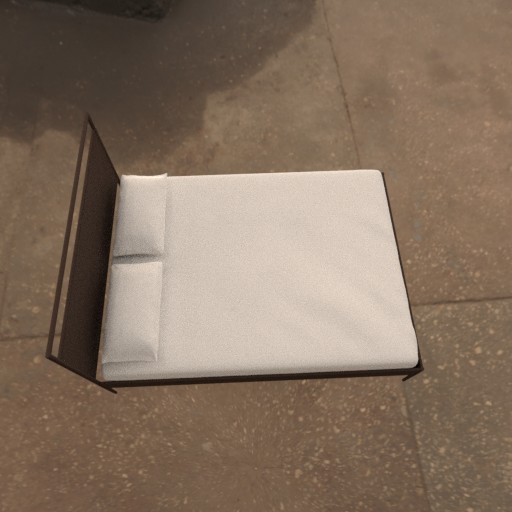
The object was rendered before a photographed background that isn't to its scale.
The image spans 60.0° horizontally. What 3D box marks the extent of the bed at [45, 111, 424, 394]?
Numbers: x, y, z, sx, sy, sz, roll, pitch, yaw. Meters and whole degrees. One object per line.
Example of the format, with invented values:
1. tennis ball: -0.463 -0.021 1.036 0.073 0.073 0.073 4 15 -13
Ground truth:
1. bed: 0.000 0.000 3.035 2.122 1.173 1.572 -2 64 -1
